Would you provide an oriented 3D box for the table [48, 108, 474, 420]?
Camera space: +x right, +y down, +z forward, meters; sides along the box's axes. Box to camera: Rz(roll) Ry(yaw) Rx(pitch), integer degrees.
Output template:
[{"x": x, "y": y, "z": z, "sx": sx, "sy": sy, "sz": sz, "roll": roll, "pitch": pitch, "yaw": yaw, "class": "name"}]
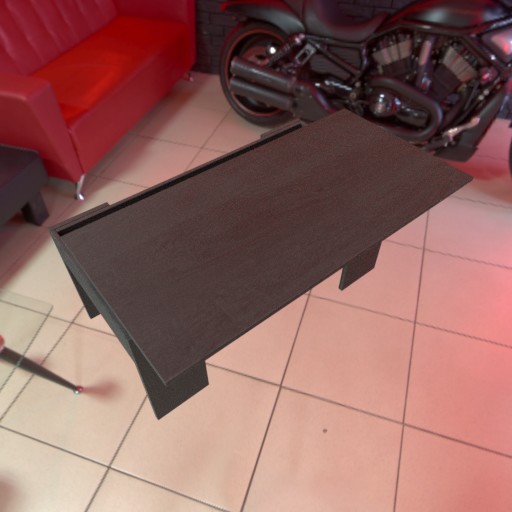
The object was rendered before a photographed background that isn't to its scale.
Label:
[{"x": 0.000, "y": 0.000, "z": 1.426, "sx": 1.000, "sy": 0.570, "sz": 0.711, "roll": -30, "pitch": 54, "yaw": -25, "class": "table"}]
